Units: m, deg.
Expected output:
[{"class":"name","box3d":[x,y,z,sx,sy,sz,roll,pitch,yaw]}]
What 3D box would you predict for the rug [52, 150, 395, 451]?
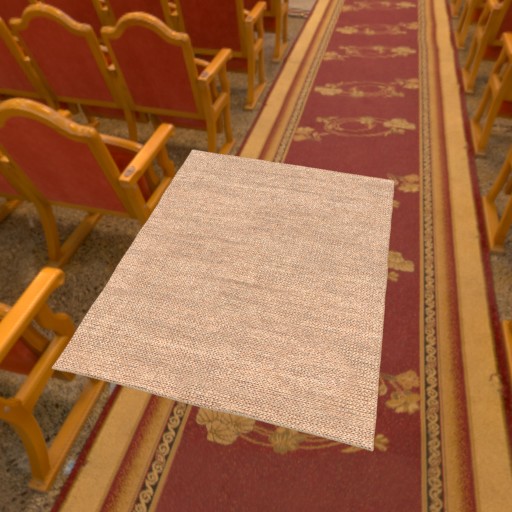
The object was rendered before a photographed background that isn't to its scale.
[{"class":"rug","box3d":[0.000,0.000,4.177,2.429,0.030,3.052,11,48,10]}]
